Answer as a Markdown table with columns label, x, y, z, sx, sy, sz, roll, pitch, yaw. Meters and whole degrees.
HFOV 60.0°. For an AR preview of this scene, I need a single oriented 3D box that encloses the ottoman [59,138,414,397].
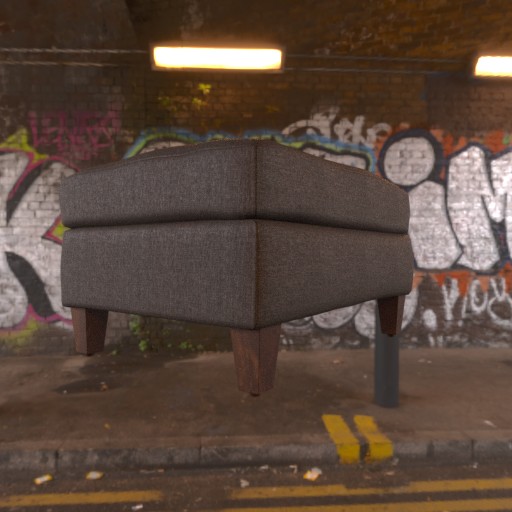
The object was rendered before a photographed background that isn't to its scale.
| label | x | y | z | sx | sy | sz | roll | pitch | yaw |
| --- | --- | --- | --- | --- | --- | --- | --- | --- | --- |
| ottoman | 0.000 | 0.000 | 1.227 | 0.639 | 0.496 | 0.826 | 0 | 1 | 37 |
